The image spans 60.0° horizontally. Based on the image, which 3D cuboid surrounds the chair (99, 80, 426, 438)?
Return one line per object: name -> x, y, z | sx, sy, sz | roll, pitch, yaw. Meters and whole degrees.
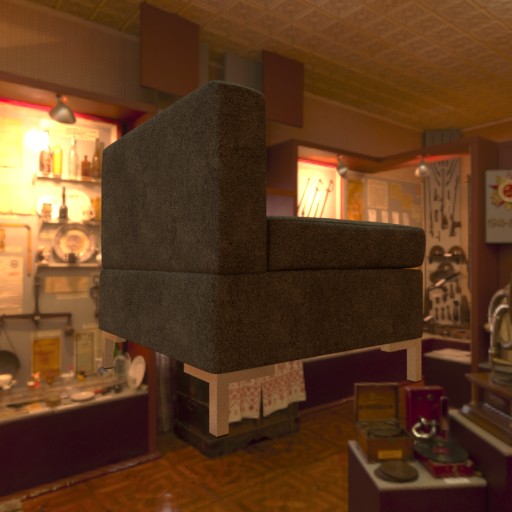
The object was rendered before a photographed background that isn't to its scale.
chair -> 0.000, 0.000, 1.240 | 0.680, 0.660, 0.680 | 0, -1, -36
